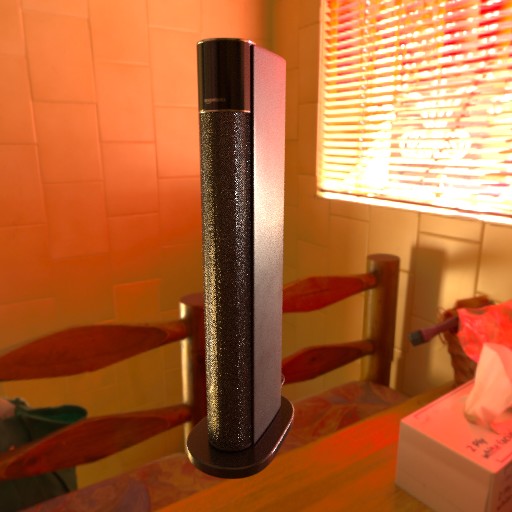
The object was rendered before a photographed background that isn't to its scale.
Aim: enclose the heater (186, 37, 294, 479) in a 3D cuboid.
[{"bbox_3d":[0.000,0.000,1.026,0.214,0.856,0.458,7,16,26],"label":"heater"}]
